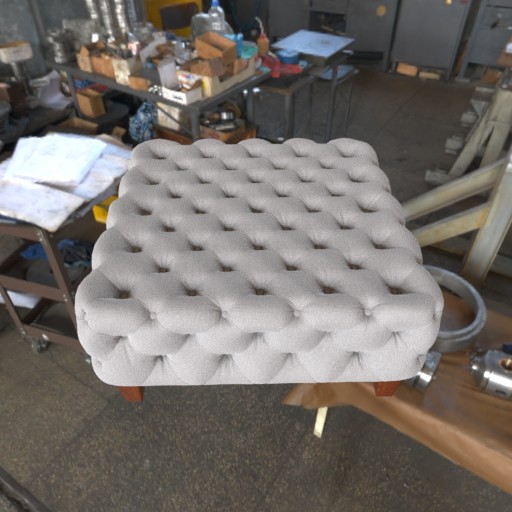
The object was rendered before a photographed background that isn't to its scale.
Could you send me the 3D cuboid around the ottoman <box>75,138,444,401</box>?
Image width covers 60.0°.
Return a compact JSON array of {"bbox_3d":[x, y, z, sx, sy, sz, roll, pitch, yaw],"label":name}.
[{"bbox_3d":[0.000,0.000,1.222,0.764,0.365,0.758,-1,41,-1],"label":"ottoman"}]
